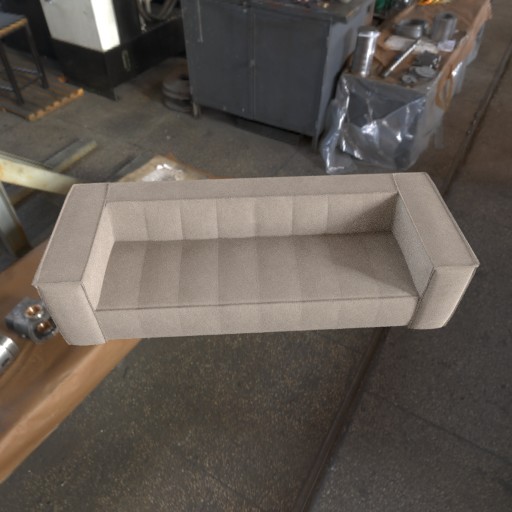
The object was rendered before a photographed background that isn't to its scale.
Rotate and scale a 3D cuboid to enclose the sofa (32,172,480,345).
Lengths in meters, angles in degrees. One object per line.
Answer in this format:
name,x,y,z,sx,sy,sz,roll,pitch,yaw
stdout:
sofa,0.000,0.000,3.179,2.697,0.680,1.038,-2,46,-2
